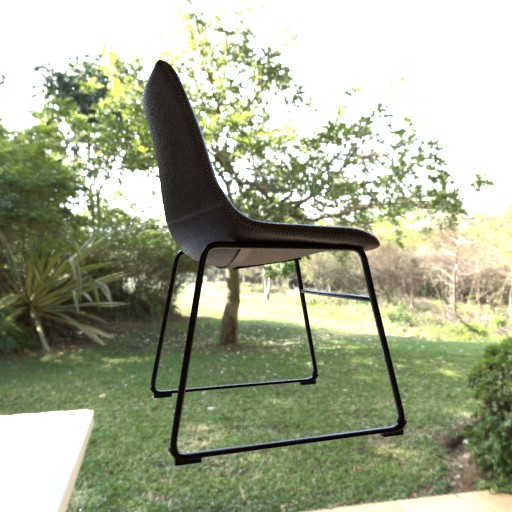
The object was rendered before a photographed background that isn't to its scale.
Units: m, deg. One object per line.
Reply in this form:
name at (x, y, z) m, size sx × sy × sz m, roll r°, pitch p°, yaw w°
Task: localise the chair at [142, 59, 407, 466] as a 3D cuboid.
chair at (0.000, 0.000, 1.102) m, size 0.550 × 0.780 × 0.460 m, roll 0°, pitch -1°, yaw -18°
